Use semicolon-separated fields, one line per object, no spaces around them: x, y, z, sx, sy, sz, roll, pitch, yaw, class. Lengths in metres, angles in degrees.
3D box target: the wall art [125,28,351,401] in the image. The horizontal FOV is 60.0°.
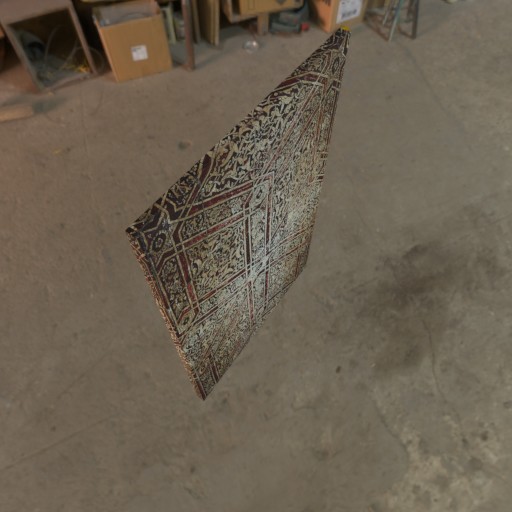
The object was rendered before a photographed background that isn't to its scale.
0.000;0.000;1.128;0.030;0.904;0.599;31;63;18;wall art
